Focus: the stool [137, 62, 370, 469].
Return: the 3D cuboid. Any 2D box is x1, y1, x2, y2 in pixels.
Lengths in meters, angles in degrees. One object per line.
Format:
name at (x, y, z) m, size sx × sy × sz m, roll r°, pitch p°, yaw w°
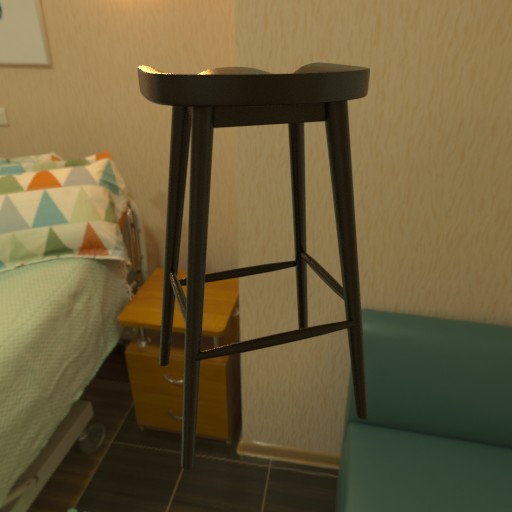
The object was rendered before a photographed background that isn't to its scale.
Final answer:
stool at (0.000, 0.000, 0.957) m, size 0.440 × 0.749 × 0.361 m, roll -9°, pitch 28°, yaw -17°
